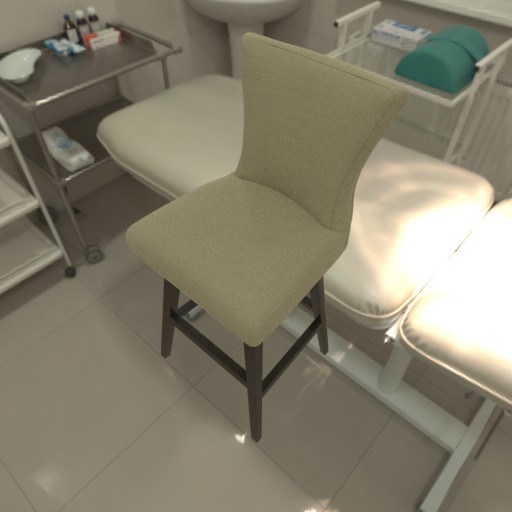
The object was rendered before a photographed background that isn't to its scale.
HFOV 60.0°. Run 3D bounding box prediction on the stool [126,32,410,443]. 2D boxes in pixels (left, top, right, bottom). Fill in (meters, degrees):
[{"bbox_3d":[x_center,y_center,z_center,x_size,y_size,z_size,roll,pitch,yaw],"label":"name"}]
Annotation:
[{"bbox_3d":[0.000,0.000,1.383,0.514,1.086,0.574,34,56,27],"label":"stool"}]
